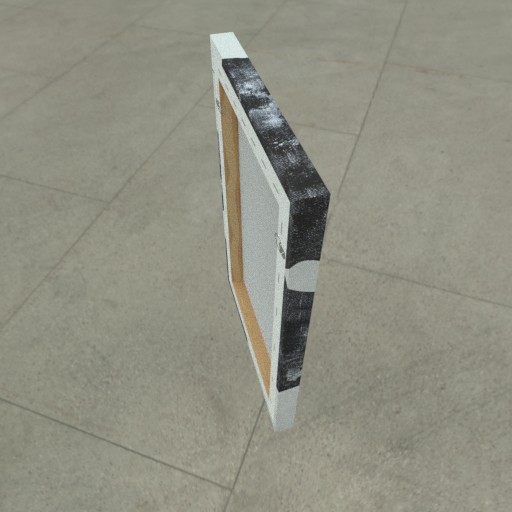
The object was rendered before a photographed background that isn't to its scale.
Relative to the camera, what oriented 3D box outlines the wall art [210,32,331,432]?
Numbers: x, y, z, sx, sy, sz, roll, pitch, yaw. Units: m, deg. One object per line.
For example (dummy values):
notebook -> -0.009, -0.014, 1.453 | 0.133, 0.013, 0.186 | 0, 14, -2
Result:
wall art -> 0.000, 0.000, 0.791 | 0.039, 0.610, 0.407 | -12, 49, -10
